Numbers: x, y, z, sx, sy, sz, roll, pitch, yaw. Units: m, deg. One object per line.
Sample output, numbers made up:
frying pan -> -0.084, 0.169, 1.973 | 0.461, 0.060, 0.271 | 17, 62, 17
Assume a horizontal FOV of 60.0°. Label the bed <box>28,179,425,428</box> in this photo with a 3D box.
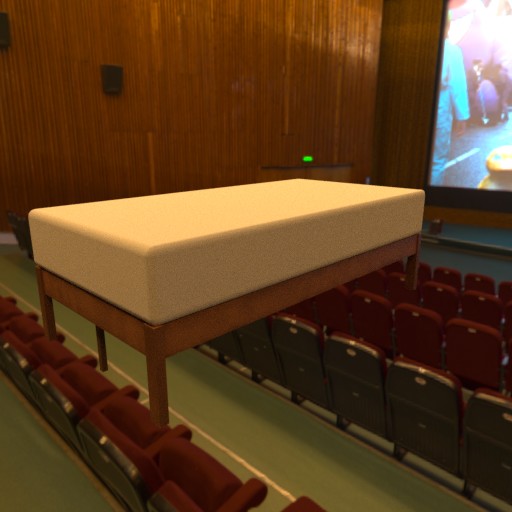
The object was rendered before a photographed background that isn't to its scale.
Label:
bed -> 0.000, 0.000, 2.359 | 0.961, 0.616, 1.902 | 15, 21, 42
